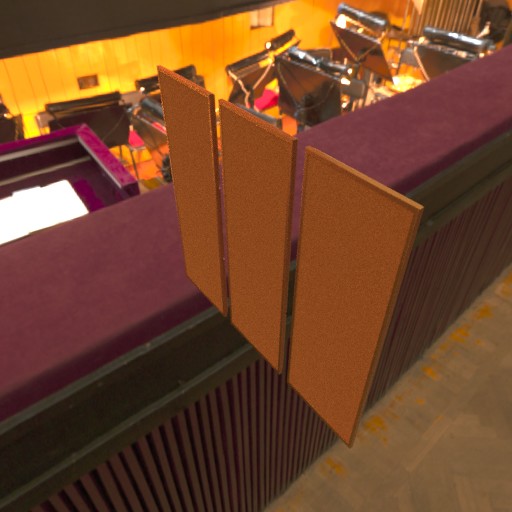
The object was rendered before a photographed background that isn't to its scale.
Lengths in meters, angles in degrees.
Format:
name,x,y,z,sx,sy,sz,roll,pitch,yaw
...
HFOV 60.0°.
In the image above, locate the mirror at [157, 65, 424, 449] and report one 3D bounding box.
name,x,y,z,sx,sy,sz,roll,pitch,yaw
mirror,0.000,0.000,1.421,0.023,0.926,1.011,-27,47,-28
